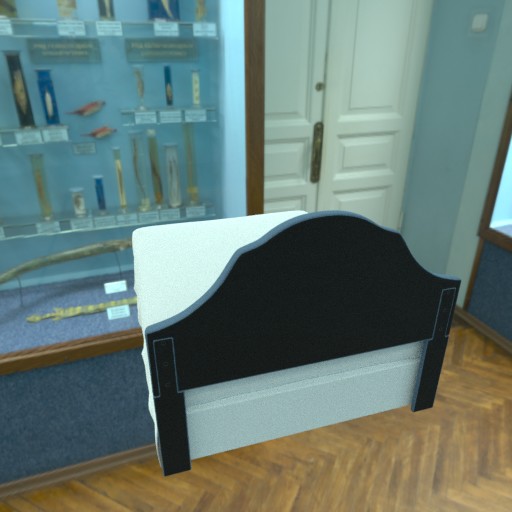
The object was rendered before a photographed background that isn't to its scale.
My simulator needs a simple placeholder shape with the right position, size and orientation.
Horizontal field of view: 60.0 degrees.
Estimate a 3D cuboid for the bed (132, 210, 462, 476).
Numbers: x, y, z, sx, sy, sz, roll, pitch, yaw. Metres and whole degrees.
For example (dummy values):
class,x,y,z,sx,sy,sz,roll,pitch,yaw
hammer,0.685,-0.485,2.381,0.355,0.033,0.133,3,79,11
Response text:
class,x,y,z,sx,sy,sz,roll,pitch,yaw
bed,0.000,0.000,3.707,2.039,1.617,2.477,-8,27,-15
